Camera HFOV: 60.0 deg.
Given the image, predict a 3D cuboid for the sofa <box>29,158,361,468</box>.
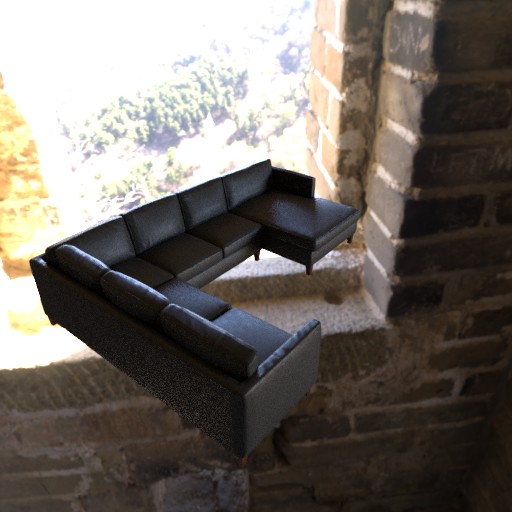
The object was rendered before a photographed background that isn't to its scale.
[{"bbox_3d":[0.000,0.000,4.597,2.593,0.923,3.460,22,37,33],"label":"sofa"}]
